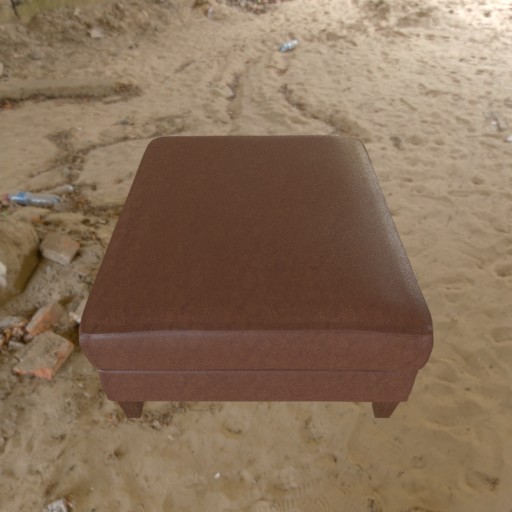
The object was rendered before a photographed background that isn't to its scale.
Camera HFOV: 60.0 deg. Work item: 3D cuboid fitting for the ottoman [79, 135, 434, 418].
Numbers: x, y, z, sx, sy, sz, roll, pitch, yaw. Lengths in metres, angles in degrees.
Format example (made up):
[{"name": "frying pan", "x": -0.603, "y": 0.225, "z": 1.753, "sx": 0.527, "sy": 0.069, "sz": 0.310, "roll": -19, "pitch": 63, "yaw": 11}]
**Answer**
[{"name": "ottoman", "x": 0.000, "y": 0.000, "z": 1.473, "sx": 0.836, "sy": 0.472, "sz": 0.987, "roll": 0, "pitch": 41, "yaw": 0}]
